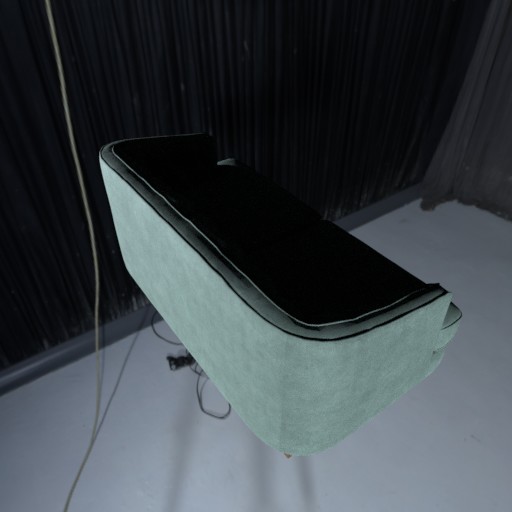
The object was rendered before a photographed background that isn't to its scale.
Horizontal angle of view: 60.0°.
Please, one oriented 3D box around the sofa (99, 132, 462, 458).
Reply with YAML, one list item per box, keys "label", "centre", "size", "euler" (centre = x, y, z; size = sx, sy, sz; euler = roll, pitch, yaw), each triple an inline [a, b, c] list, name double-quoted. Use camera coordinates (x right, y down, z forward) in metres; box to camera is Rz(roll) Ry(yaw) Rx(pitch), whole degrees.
- label: "sofa"
  centre: [0.000, 0.000, 2.180]
  size: [0.941, 0.855, 1.733]
  euler: [-25, 46, -27]
